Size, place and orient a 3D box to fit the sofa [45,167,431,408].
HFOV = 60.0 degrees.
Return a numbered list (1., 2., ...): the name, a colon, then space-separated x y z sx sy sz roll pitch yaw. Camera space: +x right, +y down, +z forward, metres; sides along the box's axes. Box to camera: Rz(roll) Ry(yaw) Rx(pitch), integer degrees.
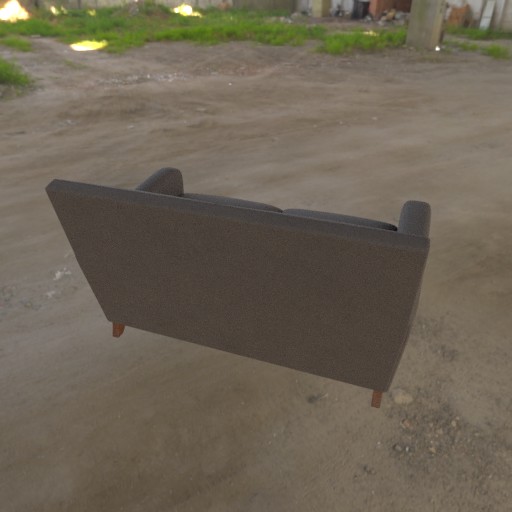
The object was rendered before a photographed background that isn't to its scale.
1. sofa: 0.000 0.000 1.996 1.420 0.846 0.871 11 33 17
